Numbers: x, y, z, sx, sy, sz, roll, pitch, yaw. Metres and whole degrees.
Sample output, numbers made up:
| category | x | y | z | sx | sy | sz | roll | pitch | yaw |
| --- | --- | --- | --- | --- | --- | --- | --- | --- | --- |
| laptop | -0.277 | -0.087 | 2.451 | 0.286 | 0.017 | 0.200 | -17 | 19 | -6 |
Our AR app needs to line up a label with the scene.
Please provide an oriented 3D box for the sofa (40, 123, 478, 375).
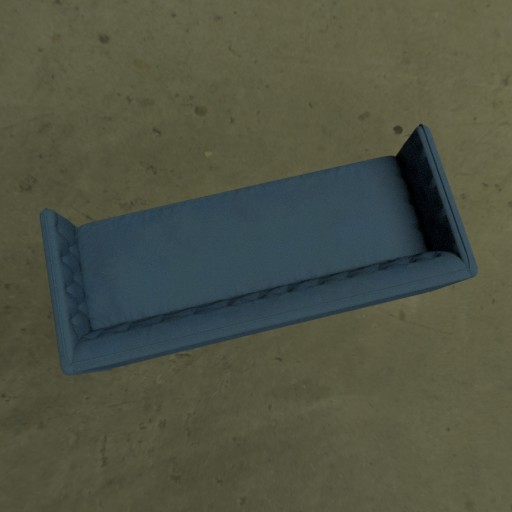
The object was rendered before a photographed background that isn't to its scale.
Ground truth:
| category | x | y | z | sx | sy | sz | roll | pitch | yaw |
| --- | --- | --- | --- | --- | --- | --- | --- | --- | --- |
| sofa | 0.000 | 0.000 | 2.666 | 2.209 | 0.771 | 0.895 | -13 | 78 | -3 |
